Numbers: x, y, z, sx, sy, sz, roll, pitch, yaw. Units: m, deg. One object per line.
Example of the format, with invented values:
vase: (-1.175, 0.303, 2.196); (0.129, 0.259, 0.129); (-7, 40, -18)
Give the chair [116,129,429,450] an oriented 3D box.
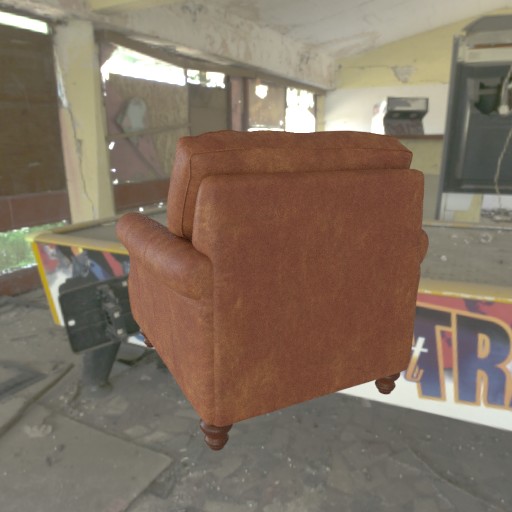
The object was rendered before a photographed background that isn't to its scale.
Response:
chair: (0.000, 0.000, 1.784); (0.983, 0.962, 0.986); (-7, 16, -26)
